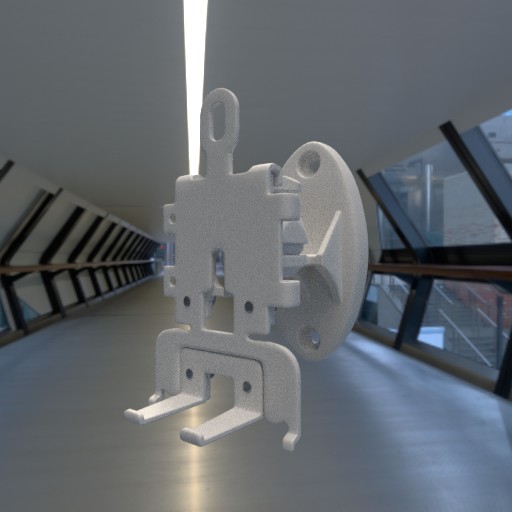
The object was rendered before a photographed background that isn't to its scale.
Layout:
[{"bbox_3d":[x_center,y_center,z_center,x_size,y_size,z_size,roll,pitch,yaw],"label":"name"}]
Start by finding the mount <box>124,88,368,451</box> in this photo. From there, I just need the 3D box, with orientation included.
[{"bbox_3d":[0.000,0.000,0.175,0.066,0.118,0.100,0,1,36],"label":"mount"}]
